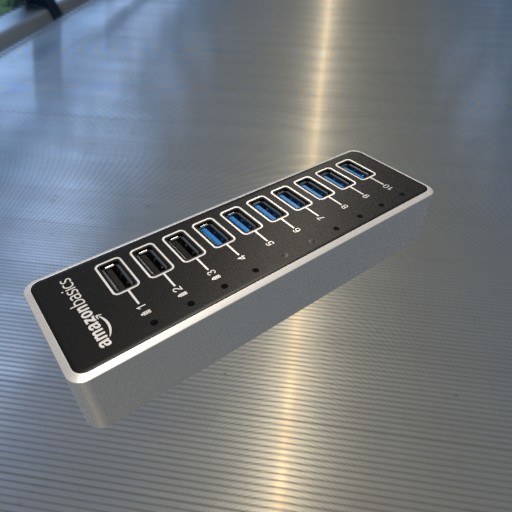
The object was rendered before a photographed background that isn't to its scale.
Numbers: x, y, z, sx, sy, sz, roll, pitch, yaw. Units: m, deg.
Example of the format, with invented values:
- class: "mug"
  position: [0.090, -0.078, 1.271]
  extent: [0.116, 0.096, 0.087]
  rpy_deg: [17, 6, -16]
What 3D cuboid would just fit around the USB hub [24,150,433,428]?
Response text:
- class: "USB hub"
  position: [0.000, 0.000, 0.160]
  extent: [0.145, 0.023, 0.044]
  rpy_deg: [-27, 48, -27]
